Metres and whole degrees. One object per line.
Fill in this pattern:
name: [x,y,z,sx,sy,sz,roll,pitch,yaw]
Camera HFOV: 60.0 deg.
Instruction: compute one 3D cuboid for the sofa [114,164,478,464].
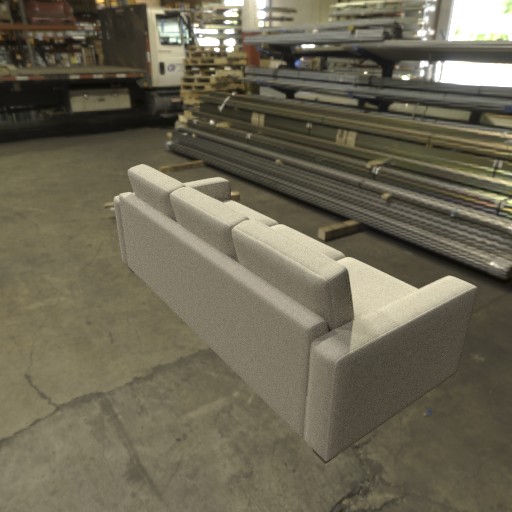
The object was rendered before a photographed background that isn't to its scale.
sofa: [0.000,0.000,2.567,0.900,0.800,2.160,-18,31,-32]
